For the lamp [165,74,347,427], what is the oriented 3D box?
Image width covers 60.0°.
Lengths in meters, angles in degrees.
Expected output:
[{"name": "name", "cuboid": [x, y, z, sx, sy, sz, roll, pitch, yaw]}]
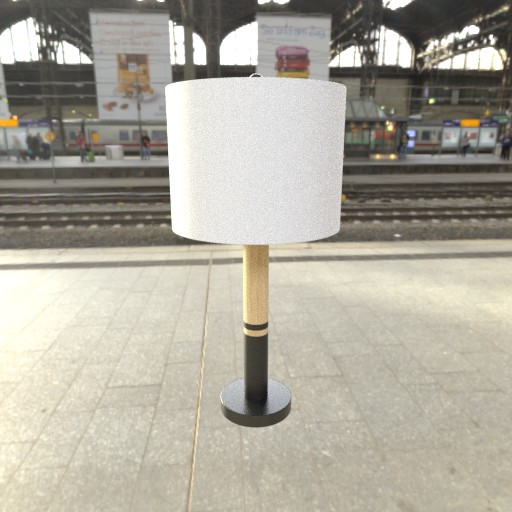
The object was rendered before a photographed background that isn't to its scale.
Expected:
[{"name": "lamp", "cuboid": [0.000, 0.000, 0.835, 0.305, 0.640, 0.305, -2, 15, -7]}]
